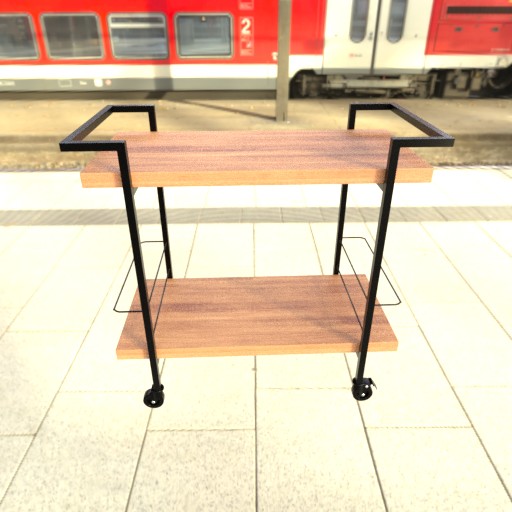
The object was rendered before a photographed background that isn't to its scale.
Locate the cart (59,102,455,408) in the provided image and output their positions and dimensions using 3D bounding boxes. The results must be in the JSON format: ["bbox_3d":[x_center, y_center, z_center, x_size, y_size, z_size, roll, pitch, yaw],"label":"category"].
[{"bbox_3d":[0.000,0.000,1.261,0.806,0.762,0.406,-1,29,-2],"label":"cart"}]
